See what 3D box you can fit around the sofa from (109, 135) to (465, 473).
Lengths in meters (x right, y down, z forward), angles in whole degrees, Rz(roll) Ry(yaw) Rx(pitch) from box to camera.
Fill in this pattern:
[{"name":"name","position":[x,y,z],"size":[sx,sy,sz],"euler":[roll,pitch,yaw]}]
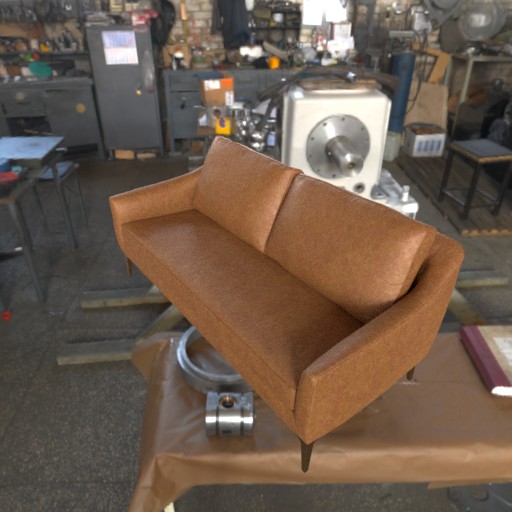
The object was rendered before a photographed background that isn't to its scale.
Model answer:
[{"name":"sofa","position":[0.000,0.000,2.583],"size":[0.981,0.945,2.036],"euler":[-21,37,-31]}]
